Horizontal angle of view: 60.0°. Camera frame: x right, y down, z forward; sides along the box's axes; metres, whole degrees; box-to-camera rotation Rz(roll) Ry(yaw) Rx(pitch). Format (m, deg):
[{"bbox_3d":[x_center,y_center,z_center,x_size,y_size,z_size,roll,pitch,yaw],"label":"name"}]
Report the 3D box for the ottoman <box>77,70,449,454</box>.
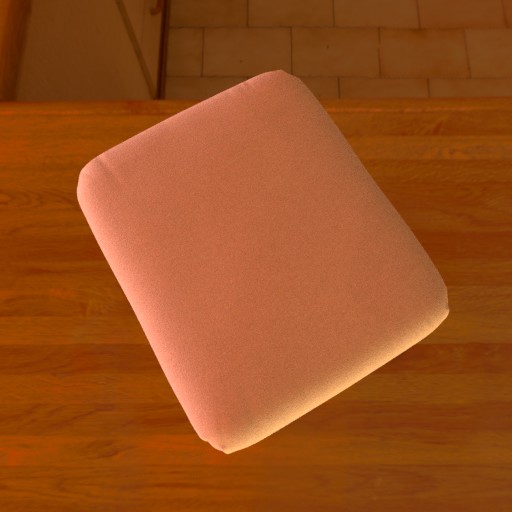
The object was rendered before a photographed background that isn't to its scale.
[{"bbox_3d":[0.000,0.000,1.130,0.622,0.450,0.746,-29,77,-7],"label":"ottoman"}]
